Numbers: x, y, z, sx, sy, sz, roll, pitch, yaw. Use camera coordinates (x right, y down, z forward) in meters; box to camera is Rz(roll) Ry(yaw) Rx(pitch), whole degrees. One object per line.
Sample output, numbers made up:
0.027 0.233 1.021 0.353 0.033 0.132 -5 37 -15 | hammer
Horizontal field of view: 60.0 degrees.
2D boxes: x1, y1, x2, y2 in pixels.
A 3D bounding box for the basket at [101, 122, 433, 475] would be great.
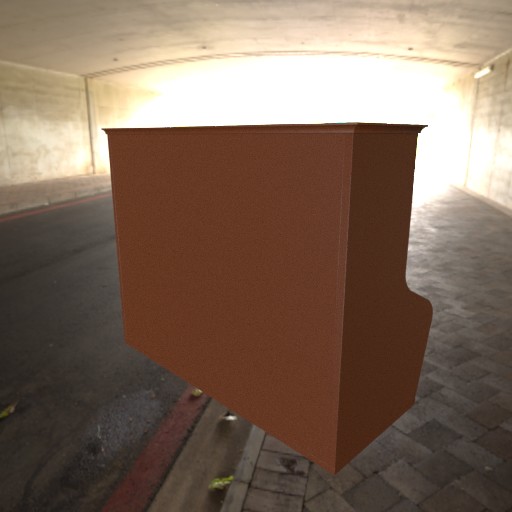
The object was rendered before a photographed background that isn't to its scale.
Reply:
0.000 0.000 1.120 0.376 0.625 0.792 -15 21 -43 | basket
